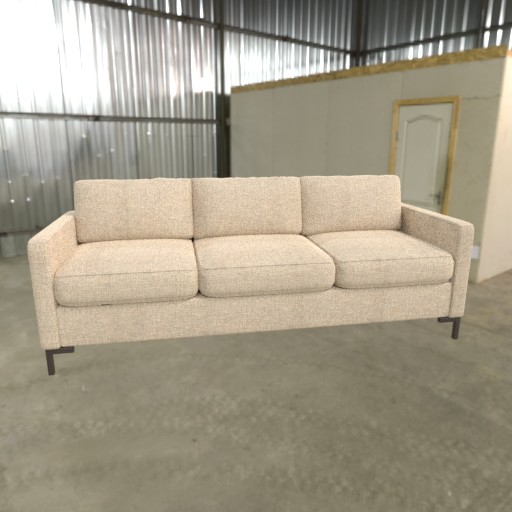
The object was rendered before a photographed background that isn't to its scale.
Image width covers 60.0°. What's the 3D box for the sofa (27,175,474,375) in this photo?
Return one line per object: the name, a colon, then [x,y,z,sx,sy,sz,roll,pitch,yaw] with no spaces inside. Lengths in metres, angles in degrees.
sofa: [0.000,0.000,2.584,2.218,0.874,0.859,-3,15,-10]
